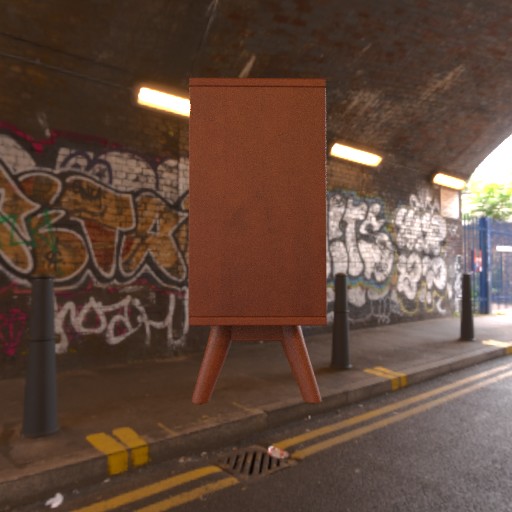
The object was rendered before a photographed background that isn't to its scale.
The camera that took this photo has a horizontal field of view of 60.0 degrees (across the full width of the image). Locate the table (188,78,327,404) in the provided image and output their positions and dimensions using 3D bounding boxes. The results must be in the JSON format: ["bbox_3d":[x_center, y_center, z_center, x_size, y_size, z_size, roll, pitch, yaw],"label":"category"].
[{"bbox_3d":[0.000,0.000,1.512,0.308,0.698,1.220,0,-2,-1],"label":"table"}]
